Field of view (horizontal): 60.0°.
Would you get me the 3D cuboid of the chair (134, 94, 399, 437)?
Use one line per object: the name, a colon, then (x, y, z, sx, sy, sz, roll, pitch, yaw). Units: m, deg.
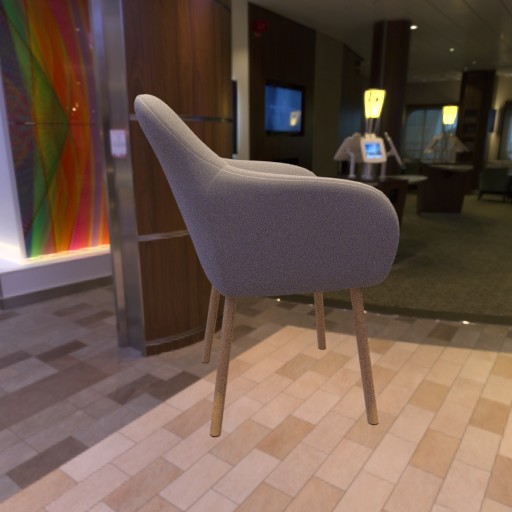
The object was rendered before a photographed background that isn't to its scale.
chair: (0.000, 0.000, 1.232, 0.590, 0.830, 0.570, -3, 16, -10)
